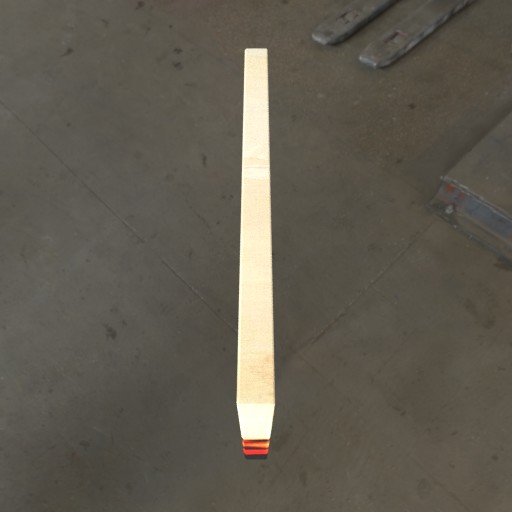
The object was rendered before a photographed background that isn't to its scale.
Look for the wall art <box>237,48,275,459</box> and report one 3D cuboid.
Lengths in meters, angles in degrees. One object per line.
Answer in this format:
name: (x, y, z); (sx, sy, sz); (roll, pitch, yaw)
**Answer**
wall art: (0.000, 0.000, 0.790); (0.040, 0.402, 0.613); (0, 58, 0)
